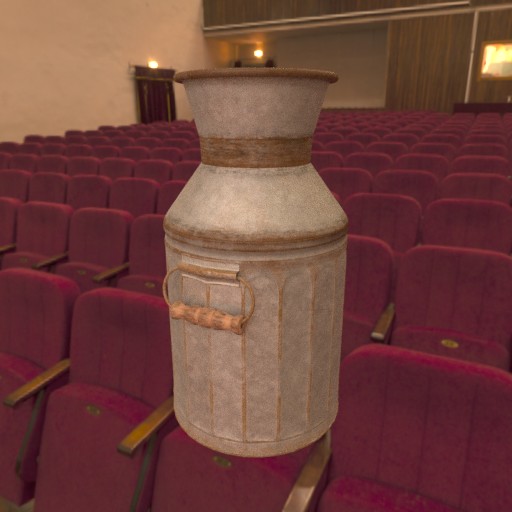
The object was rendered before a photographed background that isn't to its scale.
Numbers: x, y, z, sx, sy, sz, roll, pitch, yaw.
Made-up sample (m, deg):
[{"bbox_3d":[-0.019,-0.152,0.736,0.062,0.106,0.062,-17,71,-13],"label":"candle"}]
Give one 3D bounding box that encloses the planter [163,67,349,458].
[{"bbox_3d":[0.000,0.000,0.523,0.214,0.396,0.245,9,20,25],"label":"planter"}]
